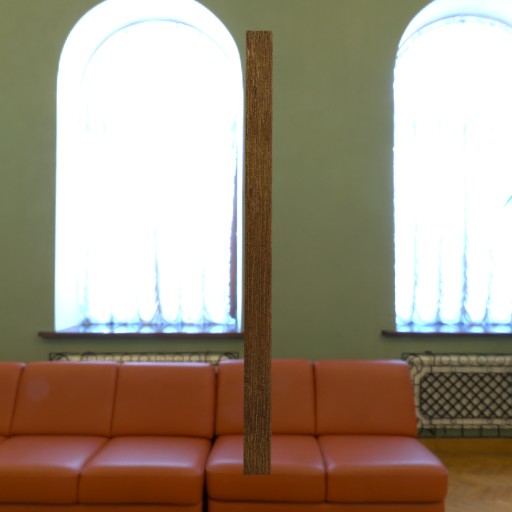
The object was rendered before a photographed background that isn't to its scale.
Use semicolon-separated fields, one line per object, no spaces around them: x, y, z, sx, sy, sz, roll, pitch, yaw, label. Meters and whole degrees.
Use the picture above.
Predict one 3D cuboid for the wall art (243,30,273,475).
0.000;0.000;0.904;0.042;0.608;0.611;0;-1;-1;wall art
